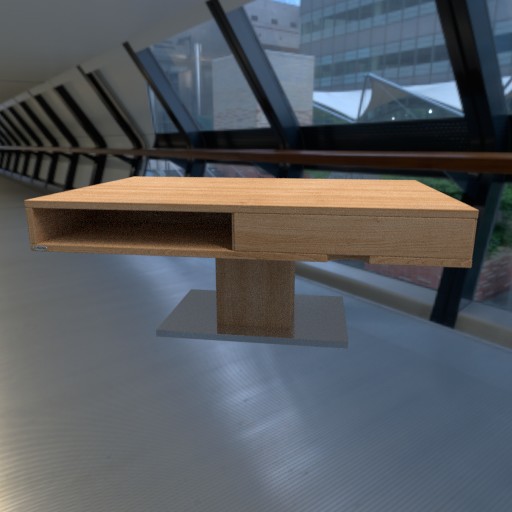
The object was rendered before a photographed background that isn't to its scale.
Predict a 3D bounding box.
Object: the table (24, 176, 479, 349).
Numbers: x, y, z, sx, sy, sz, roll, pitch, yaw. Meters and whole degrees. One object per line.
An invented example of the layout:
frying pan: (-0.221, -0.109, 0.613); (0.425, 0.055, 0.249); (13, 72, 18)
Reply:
table: (0.000, 0.000, 1.450); (1.100, 0.440, 0.700); (2, 15, 8)
